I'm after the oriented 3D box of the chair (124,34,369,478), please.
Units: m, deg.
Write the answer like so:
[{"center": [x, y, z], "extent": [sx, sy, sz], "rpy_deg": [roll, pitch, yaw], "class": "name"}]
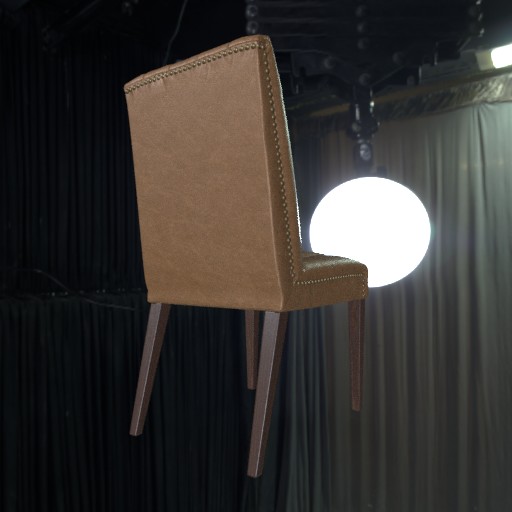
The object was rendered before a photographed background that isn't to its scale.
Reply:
[{"center": [0.000, 0.000, 1.378], "extent": [0.511, 1.016, 0.647], "rpy_deg": [-1, -1, 36], "class": "chair"}]
